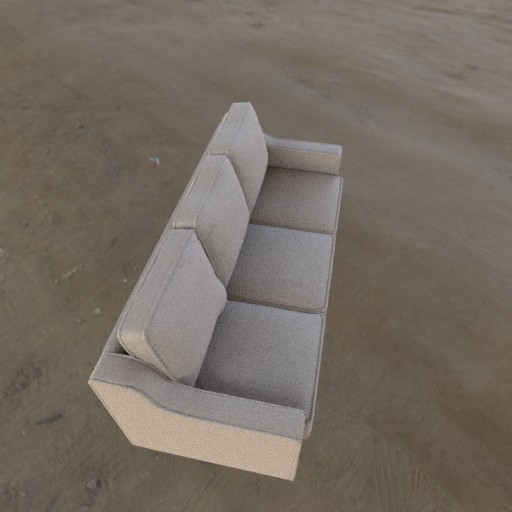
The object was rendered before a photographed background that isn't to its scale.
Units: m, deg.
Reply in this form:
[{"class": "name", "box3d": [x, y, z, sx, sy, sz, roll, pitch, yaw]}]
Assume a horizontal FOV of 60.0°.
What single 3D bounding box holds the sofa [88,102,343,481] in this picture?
[{"class": "sofa", "box3d": [0.000, 0.000, 2.584, 0.899, 0.950, 2.129, 9, 47, 8]}]
